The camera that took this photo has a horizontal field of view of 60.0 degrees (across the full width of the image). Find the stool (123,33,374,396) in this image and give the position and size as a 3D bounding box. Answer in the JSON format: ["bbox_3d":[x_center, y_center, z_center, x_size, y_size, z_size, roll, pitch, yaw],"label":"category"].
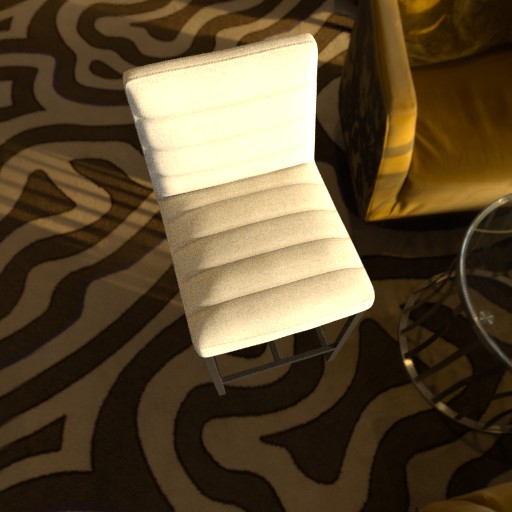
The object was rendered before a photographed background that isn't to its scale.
[{"bbox_3d":[0.000,0.000,1.283,0.459,0.971,0.567,-15,64,-8],"label":"stool"}]
